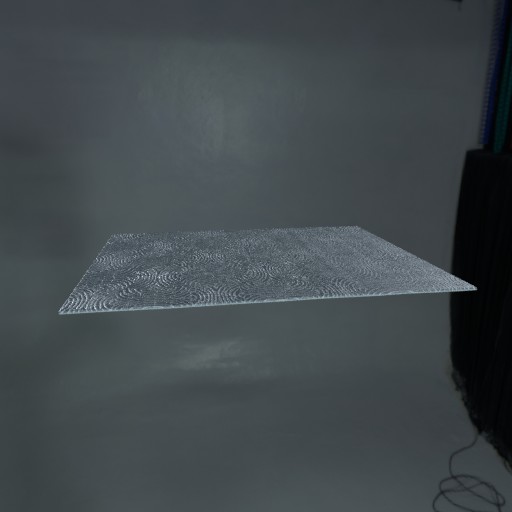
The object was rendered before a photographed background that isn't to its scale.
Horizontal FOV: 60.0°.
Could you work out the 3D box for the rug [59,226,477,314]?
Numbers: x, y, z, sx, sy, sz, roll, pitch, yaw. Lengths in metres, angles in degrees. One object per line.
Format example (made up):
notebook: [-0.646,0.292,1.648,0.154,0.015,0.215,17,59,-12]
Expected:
rug: [0.000,0.000,4.326,3.042,0.021,2.456,-2,15,-9]
